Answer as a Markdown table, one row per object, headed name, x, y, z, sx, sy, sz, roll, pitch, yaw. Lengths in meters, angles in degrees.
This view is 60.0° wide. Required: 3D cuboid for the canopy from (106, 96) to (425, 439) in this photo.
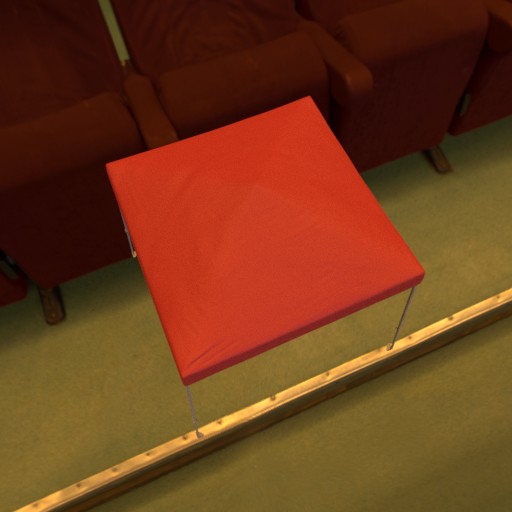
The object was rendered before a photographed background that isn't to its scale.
| name | x | y | z | sx | sy | sz | roll | pitch | yaw |
| --- | --- | --- | --- | --- | --- | --- | --- | --- | --- |
| canopy | 0.000 | 0.000 | 6.443 | 3.600 | 3.600 | 3.599 | -22 | 66 | -10 |
